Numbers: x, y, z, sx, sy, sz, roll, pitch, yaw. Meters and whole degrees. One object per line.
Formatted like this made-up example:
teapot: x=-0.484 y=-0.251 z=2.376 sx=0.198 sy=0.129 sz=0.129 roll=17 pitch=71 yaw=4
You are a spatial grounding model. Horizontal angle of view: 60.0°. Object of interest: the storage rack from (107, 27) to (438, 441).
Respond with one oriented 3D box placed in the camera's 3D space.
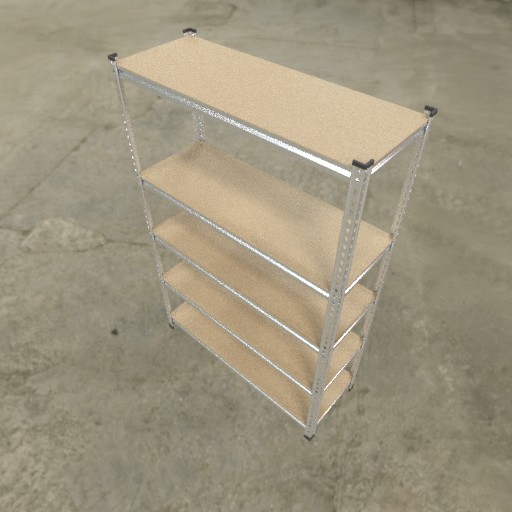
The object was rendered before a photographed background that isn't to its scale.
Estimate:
storage rack: x=0.000 y=0.000 z=2.277 sx=1.219 sy=1.829 sz=0.457 roll=32 pitch=53 yaw=28
